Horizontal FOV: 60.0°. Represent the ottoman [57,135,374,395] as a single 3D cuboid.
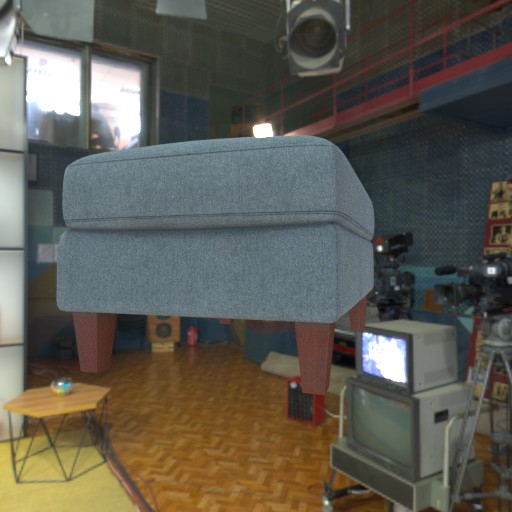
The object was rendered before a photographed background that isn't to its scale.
[{"bbox_3d":[0.000,0.000,1.205,0.584,0.483,0.864,0,-1,19],"label":"ottoman"}]
